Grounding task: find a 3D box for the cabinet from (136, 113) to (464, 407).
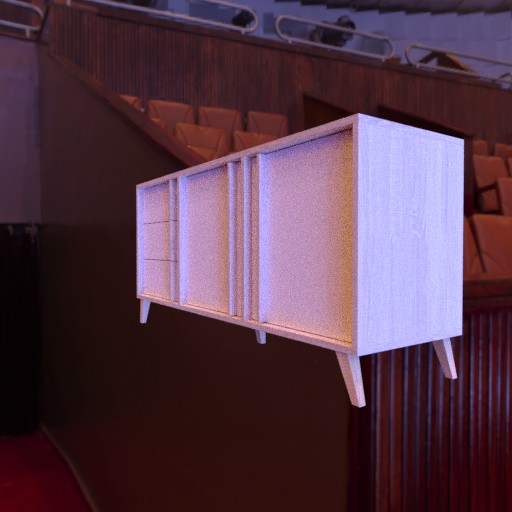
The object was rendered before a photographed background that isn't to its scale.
[{"bbox_3d":[0.000,0.000,1.985,0.500,0.780,1.649,-1,1,-35],"label":"cabinet"}]
